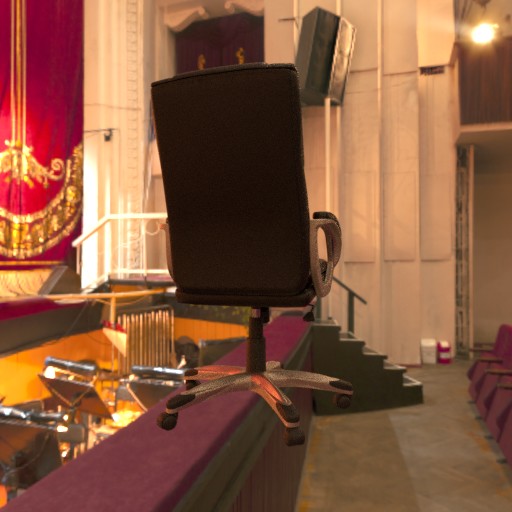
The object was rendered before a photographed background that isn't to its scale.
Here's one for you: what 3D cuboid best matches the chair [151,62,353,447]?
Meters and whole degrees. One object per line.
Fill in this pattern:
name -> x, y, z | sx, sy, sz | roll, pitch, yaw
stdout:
chair -> 0.000, 0.000, 1.684 | 0.700, 1.145, 0.780 | 0, -1, 18
